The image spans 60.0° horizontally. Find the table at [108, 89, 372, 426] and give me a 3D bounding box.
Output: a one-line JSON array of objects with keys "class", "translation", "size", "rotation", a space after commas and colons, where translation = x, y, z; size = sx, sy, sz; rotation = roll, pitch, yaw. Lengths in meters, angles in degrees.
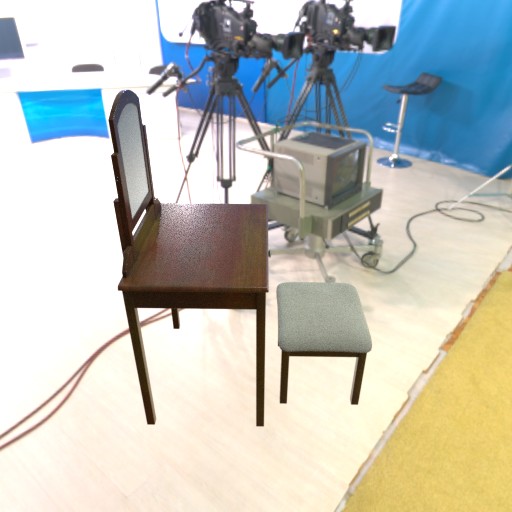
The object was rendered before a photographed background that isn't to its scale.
[{"class": "table", "translation": [0.000, 0.000, 2.302], "size": [1.211, 1.631, 0.876], "rotation": [1, 31, 1]}]
